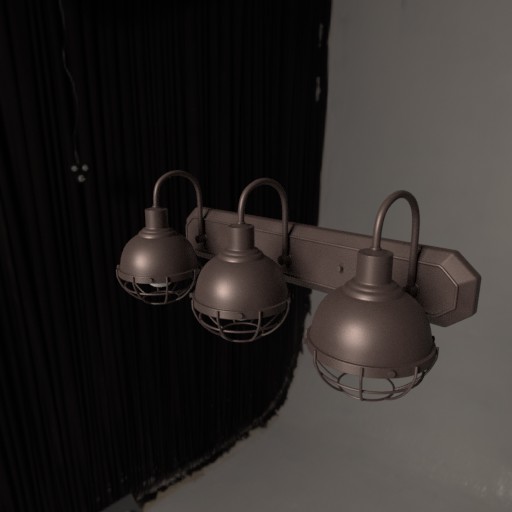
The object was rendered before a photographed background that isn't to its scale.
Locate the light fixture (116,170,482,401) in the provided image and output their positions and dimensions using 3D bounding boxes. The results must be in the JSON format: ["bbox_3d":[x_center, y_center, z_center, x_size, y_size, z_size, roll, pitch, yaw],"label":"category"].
[{"bbox_3d":[0.000,0.000,0.738,0.634,0.254,0.229,14,21,42],"label":"light fixture"}]
